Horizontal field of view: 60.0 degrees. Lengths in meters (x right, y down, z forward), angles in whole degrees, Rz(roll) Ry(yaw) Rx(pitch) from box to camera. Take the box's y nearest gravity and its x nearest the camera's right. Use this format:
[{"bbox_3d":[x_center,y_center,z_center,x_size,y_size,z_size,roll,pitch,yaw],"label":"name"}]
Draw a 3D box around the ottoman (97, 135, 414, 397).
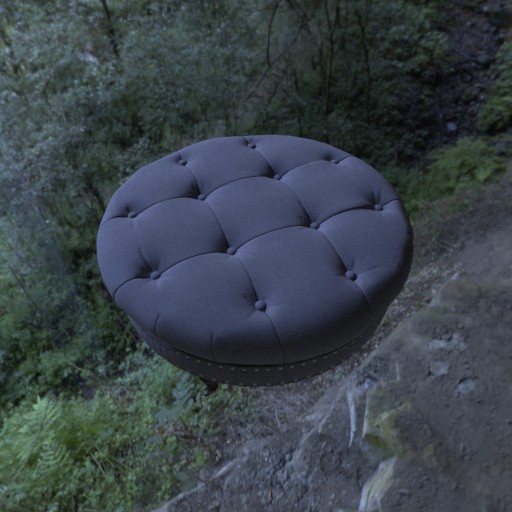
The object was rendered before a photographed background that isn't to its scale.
[{"bbox_3d":[0.000,0.000,1.397,0.901,0.439,0.901,0,47,0],"label":"ottoman"}]
